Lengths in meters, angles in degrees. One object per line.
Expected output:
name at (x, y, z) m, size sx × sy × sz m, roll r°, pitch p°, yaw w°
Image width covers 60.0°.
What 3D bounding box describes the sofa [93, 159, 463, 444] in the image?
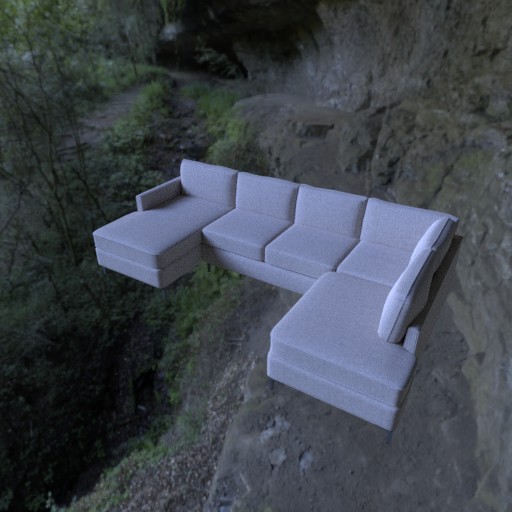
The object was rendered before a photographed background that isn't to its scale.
sofa at (0.000, 0.000, 4.291) m, size 3.423 × 0.996 × 2.021 m, roll 17°, pitch 34°, yaw 27°
